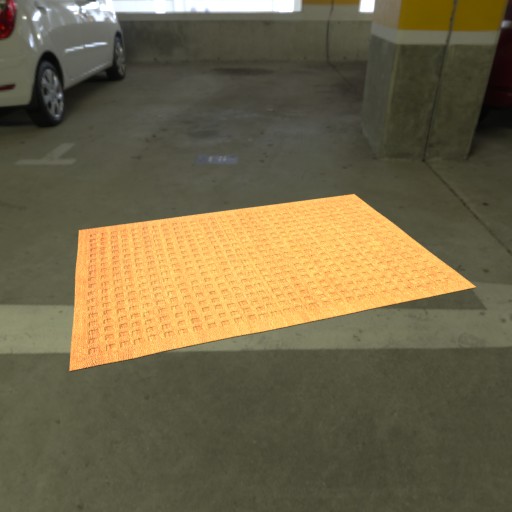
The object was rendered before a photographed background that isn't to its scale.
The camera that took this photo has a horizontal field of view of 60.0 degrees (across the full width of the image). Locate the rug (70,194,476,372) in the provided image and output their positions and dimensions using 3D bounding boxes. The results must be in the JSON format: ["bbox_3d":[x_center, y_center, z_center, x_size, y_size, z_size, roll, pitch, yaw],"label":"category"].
[{"bbox_3d":[0.000,0.000,2.266,1.747,0.006,1.143,-9,32,-15],"label":"rug"}]
